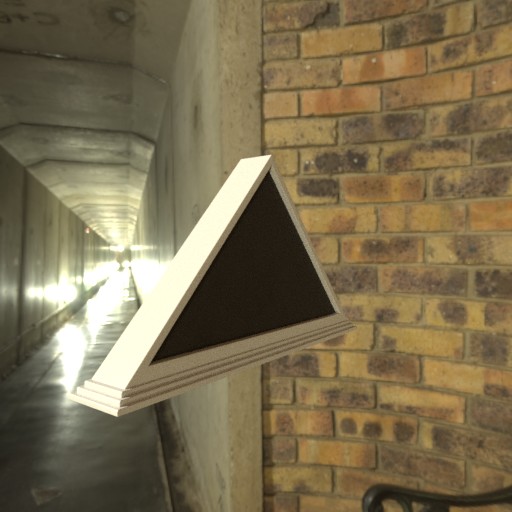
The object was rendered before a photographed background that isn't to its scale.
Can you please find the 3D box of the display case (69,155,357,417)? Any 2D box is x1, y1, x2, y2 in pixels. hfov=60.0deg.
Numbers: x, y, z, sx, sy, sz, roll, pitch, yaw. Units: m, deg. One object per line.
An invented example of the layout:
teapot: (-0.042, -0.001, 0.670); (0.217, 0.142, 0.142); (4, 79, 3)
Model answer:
display case: (0.000, 0.000, 0.766); (0.095, 0.340, 0.640); (1, 1, 36)
